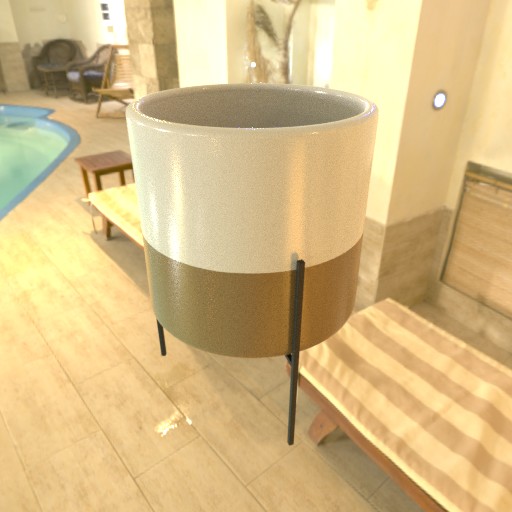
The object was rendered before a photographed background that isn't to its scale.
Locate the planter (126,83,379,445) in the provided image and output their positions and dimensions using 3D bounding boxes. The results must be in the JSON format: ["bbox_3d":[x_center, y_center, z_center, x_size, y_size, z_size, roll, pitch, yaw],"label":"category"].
[{"bbox_3d":[0.000,0.000,0.643,0.310,0.432,0.310,-18,34,-29],"label":"planter"}]
